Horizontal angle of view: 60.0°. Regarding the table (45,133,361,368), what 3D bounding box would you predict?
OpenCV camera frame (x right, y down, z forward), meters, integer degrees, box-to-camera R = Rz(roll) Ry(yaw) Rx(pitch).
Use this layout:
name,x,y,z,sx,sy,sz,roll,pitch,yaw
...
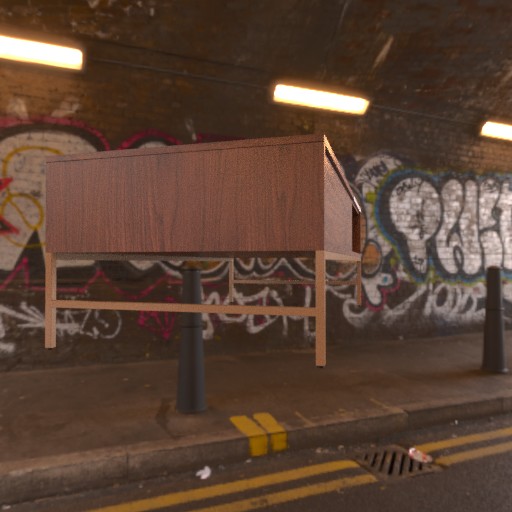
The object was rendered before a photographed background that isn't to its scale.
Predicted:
name,x,y,z,sx,sy,sz,roll,pitch,yaw
table,0.000,0.000,1.892,0.789,0.551,1.553,0,-1,16
